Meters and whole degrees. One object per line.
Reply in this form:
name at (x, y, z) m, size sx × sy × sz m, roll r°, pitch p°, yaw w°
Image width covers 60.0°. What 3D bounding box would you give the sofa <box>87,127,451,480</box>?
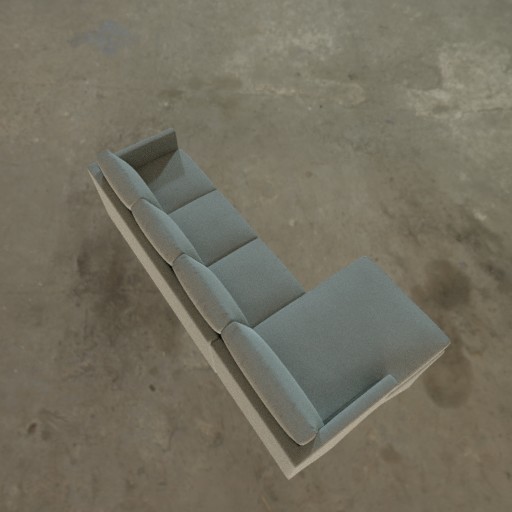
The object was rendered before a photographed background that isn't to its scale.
sofa at (0.000, 0.000, 3.949) m, size 1.650 × 0.922 × 3.205 m, roll -31°, pitch 63°, yaw -18°
